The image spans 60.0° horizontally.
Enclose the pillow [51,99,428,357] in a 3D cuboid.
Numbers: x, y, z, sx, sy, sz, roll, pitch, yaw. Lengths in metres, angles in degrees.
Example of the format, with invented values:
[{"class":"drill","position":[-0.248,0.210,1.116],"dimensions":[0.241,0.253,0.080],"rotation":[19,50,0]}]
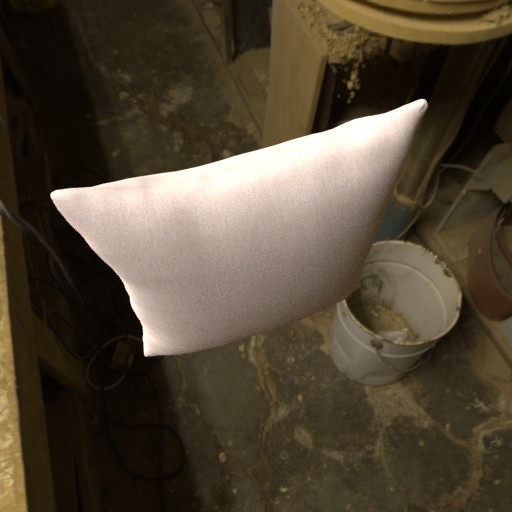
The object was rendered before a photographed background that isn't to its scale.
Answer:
[{"class":"pillow","position":[0.000,0.000,0.662],"dimensions":[0.433,0.436,0.173],"rotation":[-17,60,-10]}]
